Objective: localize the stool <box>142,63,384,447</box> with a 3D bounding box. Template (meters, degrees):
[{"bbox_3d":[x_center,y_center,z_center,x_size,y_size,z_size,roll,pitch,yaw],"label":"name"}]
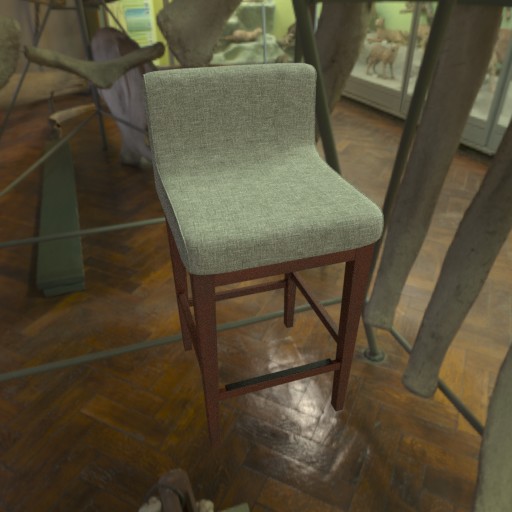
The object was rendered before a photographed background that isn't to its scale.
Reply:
[{"bbox_3d":[0.000,0.000,1.116,0.417,0.835,0.459,-10,34,-16],"label":"stool"}]
